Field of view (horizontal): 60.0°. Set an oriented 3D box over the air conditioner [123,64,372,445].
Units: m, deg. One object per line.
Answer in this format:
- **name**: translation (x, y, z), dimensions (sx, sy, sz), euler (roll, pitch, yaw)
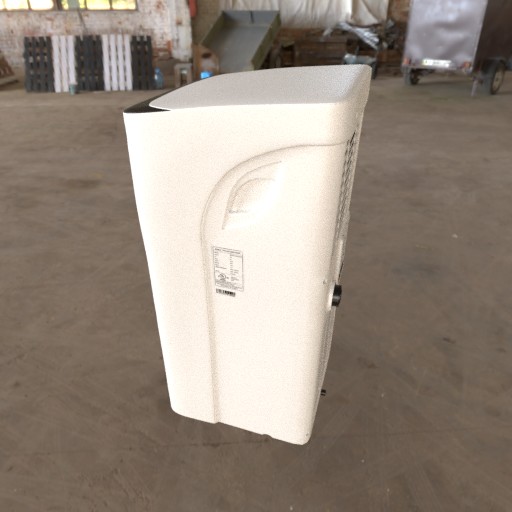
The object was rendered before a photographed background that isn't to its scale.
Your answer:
- **air conditioner**: translation (0.000, 0.000, 0.909), dimensions (0.369, 0.716, 0.352), euler (9, 32, 15)
